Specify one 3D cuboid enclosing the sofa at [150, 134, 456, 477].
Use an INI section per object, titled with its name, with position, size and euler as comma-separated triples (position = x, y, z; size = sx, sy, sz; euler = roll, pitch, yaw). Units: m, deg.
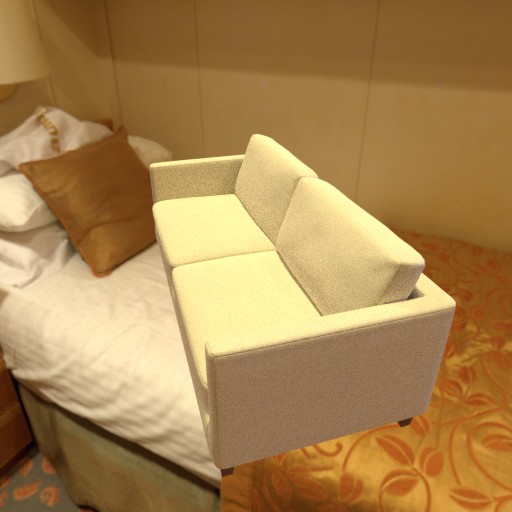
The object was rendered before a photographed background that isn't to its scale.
[sofa]
position = 0.000, 0.000, 2.427
size = 0.965, 0.889, 1.981
euler = -9, 31, -15
